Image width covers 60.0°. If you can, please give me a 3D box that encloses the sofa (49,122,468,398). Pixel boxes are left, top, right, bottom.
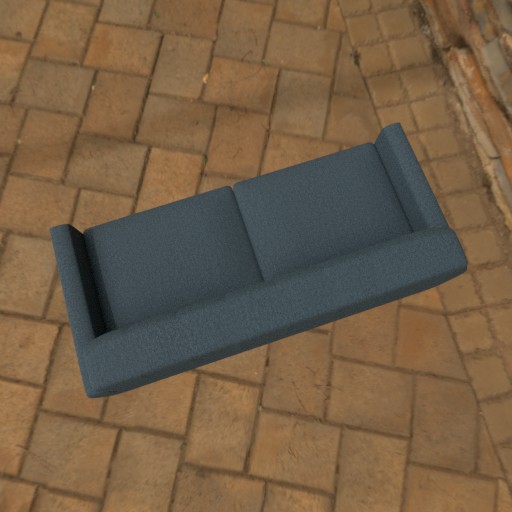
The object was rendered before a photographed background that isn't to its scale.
[{"bbox_3d":[0.000,0.000,2.501,2.055,0.884,0.942,-18,76,-5],"label":"sofa"}]
